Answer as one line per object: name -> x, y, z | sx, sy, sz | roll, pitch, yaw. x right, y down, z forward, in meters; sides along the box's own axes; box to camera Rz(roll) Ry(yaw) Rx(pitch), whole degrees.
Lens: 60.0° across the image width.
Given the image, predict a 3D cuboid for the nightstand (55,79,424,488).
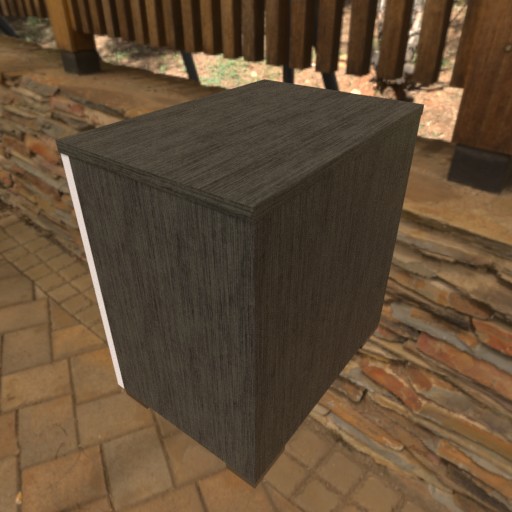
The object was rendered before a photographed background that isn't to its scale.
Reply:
nightstand -> 0.000, 0.000, 0.750 | 0.325, 0.460, 0.441 | 22, 39, 30
